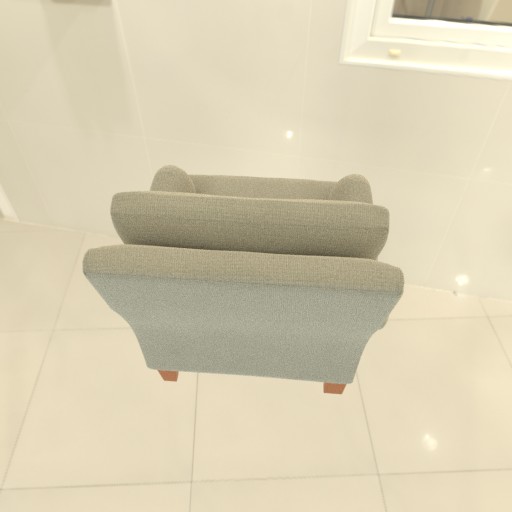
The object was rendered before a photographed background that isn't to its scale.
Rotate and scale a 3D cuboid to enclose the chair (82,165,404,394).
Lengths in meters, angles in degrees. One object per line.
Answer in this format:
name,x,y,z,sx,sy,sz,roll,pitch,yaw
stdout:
chair,0.000,0.000,1.872,0.955,1.038,1.070,3,46,3
